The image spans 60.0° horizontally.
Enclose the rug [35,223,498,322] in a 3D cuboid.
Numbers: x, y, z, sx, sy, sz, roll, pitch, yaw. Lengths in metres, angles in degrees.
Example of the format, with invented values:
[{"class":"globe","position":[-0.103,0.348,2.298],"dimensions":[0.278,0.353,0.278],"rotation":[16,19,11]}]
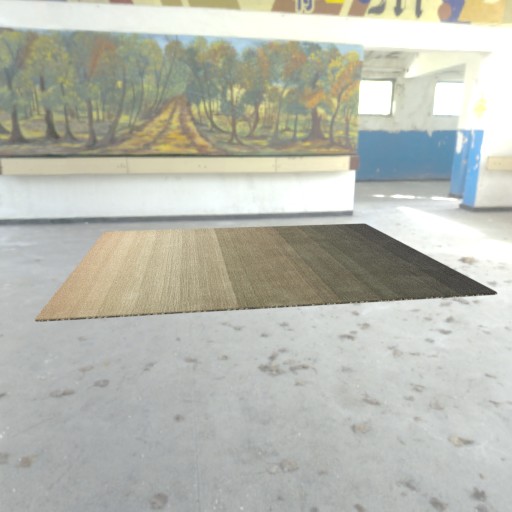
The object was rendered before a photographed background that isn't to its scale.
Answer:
[{"class":"rug","position":[0.000,0.000,3.806],"dimensions":[2.902,0.017,2.305],"rotation":[-2,16,-8]}]
